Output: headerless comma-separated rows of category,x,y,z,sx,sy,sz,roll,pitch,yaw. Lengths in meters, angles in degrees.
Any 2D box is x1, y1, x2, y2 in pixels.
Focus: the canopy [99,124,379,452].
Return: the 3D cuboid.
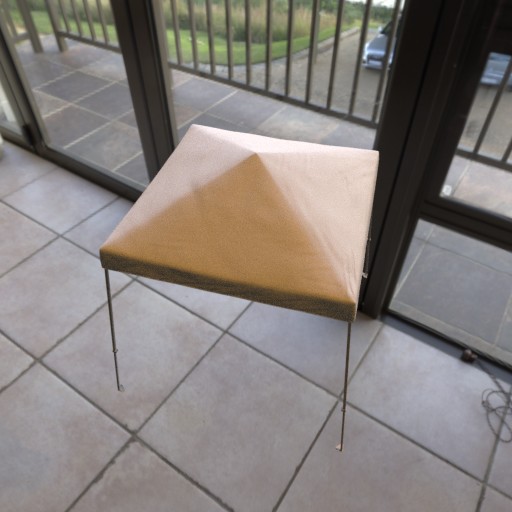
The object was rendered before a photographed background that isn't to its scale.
canopy,0.000,0.000,5.278,2.848,2.849,2.849,11,47,11
